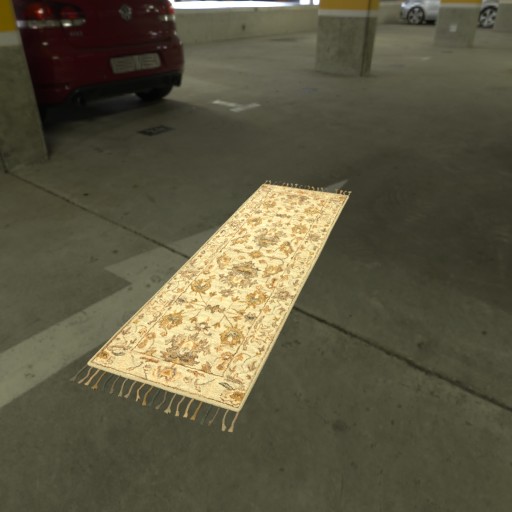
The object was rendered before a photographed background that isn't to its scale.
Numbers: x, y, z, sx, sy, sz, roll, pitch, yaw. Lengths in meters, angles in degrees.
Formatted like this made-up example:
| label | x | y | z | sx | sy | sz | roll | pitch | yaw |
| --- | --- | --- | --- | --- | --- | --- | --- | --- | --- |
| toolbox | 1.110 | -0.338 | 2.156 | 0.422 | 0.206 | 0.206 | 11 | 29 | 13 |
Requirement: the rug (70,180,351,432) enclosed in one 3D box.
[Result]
| label | x | y | z | sx | sy | sz | roll | pitch | yaw |
| --- | --- | --- | --- | --- | --- | --- | --- | --- | --- |
| rug | 0.000 | 0.000 | 2.693 | 0.729 | 0.021 | 2.438 | 11 | 32 | 18 |
